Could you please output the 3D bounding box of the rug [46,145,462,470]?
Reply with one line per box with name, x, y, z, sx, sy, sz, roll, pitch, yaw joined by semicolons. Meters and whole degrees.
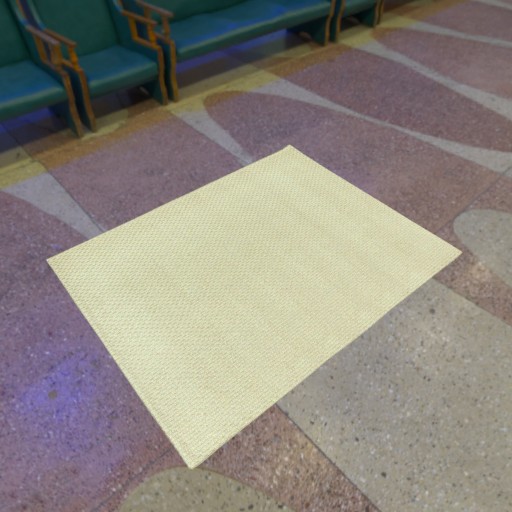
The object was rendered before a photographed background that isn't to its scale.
rug;0.000;0.000;3.903;2.897;0.035;2.277;-31;53;-26
